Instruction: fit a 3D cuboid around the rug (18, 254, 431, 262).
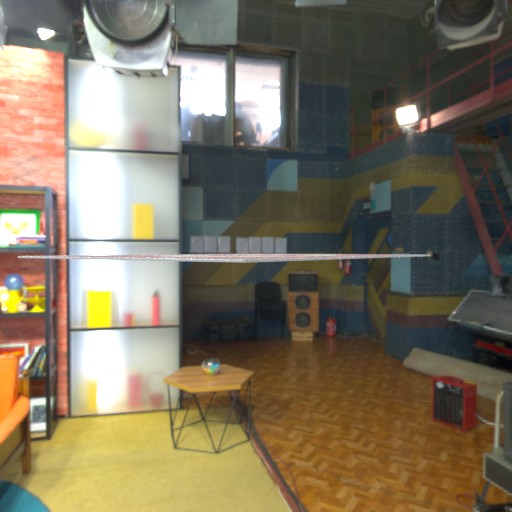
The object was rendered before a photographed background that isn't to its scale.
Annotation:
[{"bbox_3d":[0.000,0.000,2.818,1.555,0.011,2.232,1,1,36],"label":"rug"}]
